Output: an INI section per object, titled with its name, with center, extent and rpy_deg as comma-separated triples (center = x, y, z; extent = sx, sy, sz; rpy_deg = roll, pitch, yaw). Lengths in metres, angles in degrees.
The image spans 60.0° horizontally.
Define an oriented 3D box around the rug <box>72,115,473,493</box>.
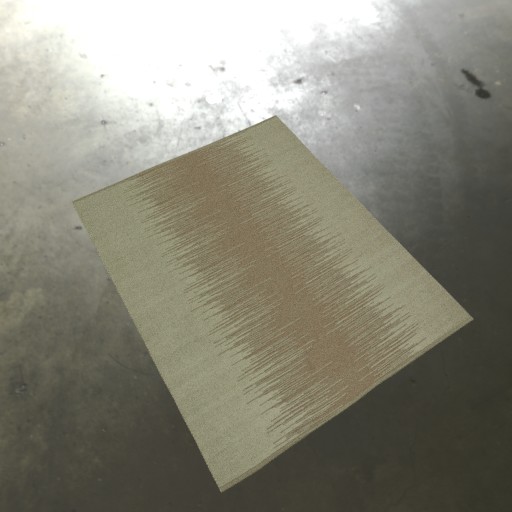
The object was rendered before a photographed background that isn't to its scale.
[rug]
center = 0.000, 0.000, 4.070
extent = 2.438, 0.013, 3.048
rpy_deg = -28, 61, -17
